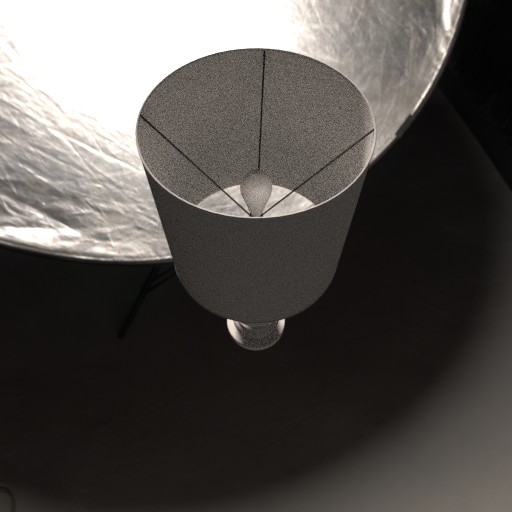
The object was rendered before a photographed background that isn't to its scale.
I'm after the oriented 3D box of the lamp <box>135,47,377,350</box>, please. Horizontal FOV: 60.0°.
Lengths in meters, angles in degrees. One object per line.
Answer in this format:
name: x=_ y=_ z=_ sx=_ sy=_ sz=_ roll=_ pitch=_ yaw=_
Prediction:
lamp: x=0.000 y=0.000 z=0.581 sx=0.208 sy=0.455 sz=0.208 roll=-13 pitch=60 yaw=-8
